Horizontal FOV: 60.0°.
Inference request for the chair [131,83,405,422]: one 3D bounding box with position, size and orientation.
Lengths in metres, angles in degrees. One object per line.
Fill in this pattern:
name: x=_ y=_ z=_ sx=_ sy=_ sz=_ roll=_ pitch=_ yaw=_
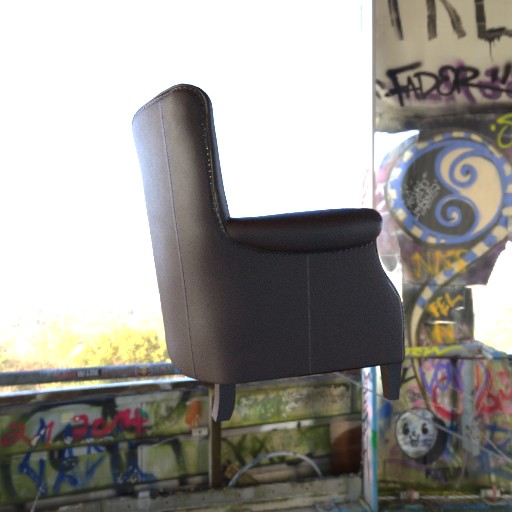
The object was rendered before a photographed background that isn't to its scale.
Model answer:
chair: x=0.000 y=0.000 z=1.372 sx=0.746 sy=0.800 sz=0.700 roll=0 pitch=0 yaw=-17
